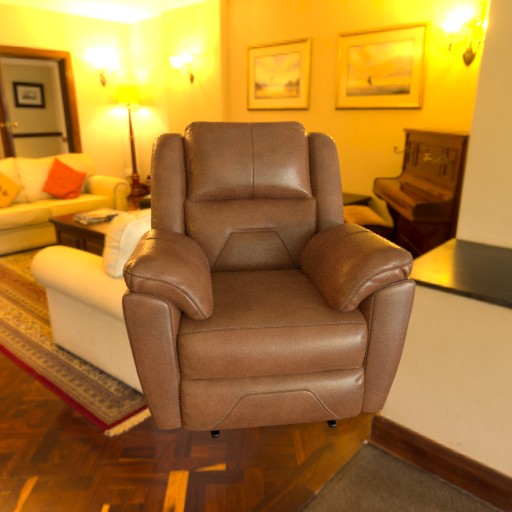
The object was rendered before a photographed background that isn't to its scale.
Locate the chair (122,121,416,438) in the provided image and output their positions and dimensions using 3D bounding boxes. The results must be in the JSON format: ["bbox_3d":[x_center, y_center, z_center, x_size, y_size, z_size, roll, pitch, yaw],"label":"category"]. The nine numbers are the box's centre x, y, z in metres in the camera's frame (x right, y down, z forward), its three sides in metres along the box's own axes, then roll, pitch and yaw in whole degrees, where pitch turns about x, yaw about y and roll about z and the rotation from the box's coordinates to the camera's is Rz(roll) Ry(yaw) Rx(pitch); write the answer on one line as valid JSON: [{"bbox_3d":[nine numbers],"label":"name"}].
[{"bbox_3d":[0.000,0.000,1.894,0.990,1.093,1.041,-2,18,-7],"label":"chair"}]
